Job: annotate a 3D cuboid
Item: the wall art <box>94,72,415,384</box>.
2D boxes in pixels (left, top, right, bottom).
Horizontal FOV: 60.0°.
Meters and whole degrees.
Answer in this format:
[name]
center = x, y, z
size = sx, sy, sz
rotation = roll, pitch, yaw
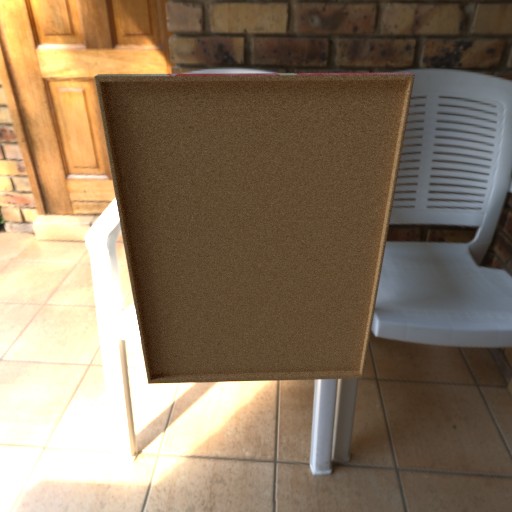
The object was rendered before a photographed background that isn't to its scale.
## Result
[wall art]
center = 0.000, 0.000, 1.323
size = 0.762, 1.015, 0.031
rotation = -1, 31, -2
